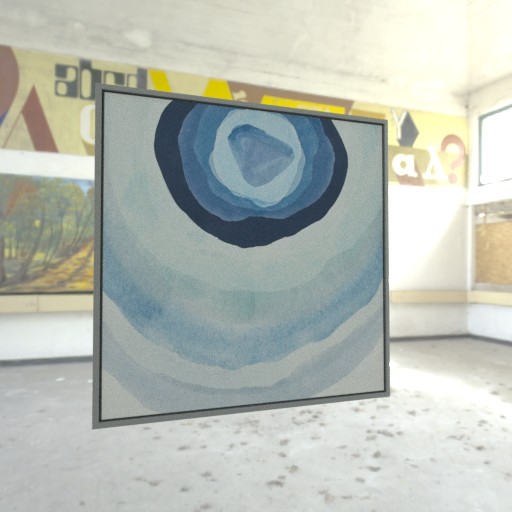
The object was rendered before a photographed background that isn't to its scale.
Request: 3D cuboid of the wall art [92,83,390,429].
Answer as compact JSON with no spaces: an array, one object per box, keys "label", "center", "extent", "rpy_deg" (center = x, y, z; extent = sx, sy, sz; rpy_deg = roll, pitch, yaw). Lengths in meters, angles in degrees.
[{"label":"wall art","center":[0.000,0.000,1.177],"extent":[0.809,0.807,0.038],"rpy_deg":[1,-2,-19]}]
